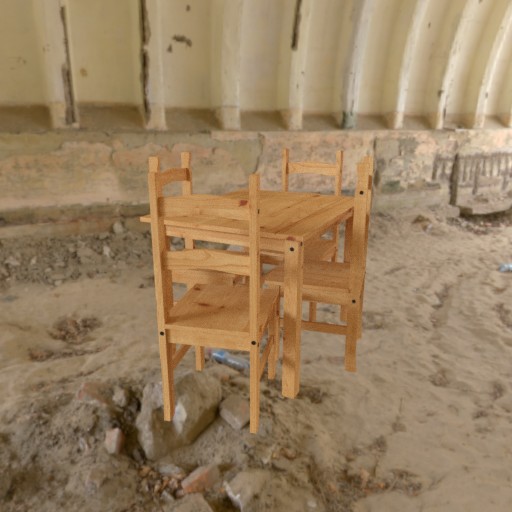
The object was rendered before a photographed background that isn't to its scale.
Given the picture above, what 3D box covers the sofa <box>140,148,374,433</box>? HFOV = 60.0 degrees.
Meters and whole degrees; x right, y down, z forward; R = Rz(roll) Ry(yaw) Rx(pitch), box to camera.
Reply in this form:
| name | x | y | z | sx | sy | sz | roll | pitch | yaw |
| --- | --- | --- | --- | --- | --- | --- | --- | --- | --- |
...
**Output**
| name | x | y | z | sx | sy | sz | roll | pitch | yaw |
| --- | --- | --- | --- | --- | --- | --- | --- | --- | --- |
| sofa | 0.000 | 0.000 | 2.303 | 1.144 | 1.000 | 1.529 | 8 | 19 | 26 |
